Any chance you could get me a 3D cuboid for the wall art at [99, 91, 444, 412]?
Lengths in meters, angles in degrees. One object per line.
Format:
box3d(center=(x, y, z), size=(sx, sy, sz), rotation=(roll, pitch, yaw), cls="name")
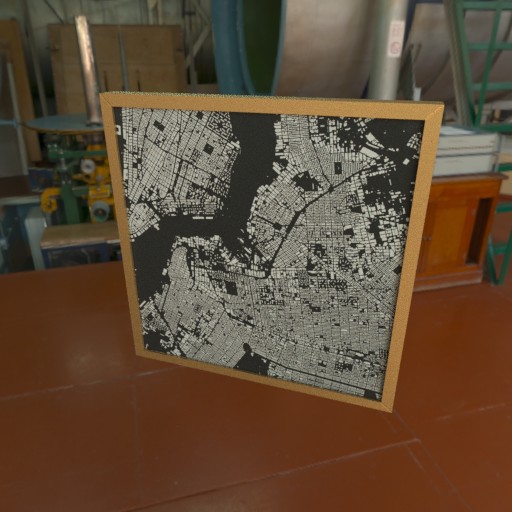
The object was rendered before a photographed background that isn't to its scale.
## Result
box3d(center=(0.000, 0.000, 1.894), size=(1.284, 1.284, 0.095), rotation=(8, 26, 17), cls="wall art")
